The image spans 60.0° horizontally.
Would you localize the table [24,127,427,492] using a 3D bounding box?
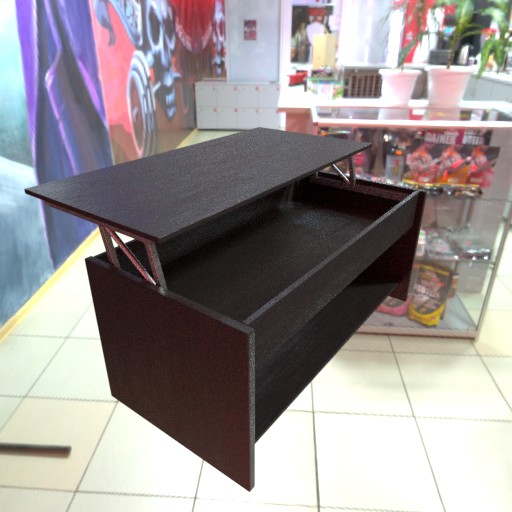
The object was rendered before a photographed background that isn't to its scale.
[{"bbox_3d":[0.000,0.000,1.412,0.712,0.570,1.000,19,32,32],"label":"table"}]
